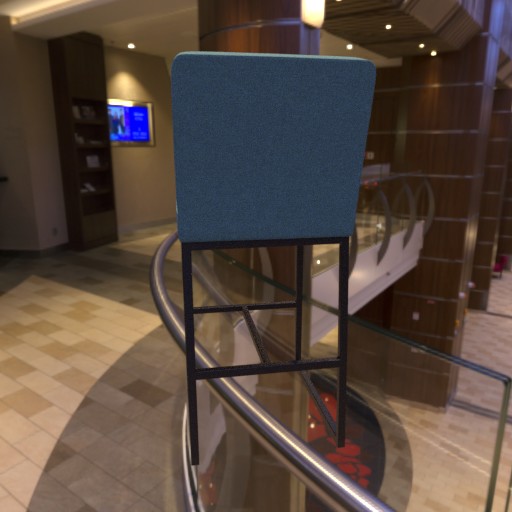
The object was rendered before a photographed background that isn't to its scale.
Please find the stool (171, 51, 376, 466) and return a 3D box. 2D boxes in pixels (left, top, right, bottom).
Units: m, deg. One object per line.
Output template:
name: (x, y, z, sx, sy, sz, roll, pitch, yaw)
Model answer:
stool: (0.000, 0.000, 1.332, 0.460, 1.040, 0.560, -2, 14, -10)
